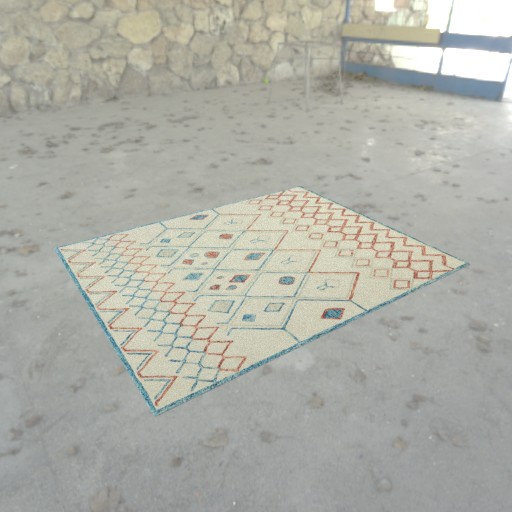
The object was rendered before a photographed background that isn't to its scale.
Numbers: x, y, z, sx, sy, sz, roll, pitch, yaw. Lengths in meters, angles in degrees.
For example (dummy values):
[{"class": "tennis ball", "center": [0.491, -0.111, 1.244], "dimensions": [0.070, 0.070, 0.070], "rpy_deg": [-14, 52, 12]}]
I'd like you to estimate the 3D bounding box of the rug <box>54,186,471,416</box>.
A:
[{"class": "rug", "center": [0.000, 0.000, 4.142], "dimensions": [3.050, 0.016, 2.441], "rpy_deg": [-18, 34, -29]}]
